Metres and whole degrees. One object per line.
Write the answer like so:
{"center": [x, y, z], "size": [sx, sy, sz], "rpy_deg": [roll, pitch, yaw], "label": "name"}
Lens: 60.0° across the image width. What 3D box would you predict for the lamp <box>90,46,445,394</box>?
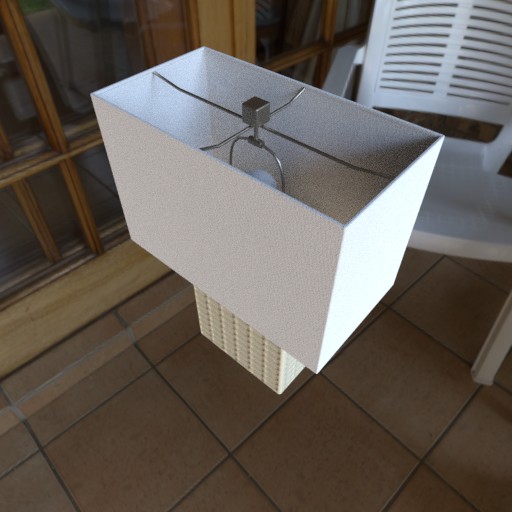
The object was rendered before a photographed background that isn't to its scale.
{"center": [0.000, 0.000, 0.699], "size": [0.380, 0.515, 0.200], "rpy_deg": [32, 54, 27], "label": "lamp"}
